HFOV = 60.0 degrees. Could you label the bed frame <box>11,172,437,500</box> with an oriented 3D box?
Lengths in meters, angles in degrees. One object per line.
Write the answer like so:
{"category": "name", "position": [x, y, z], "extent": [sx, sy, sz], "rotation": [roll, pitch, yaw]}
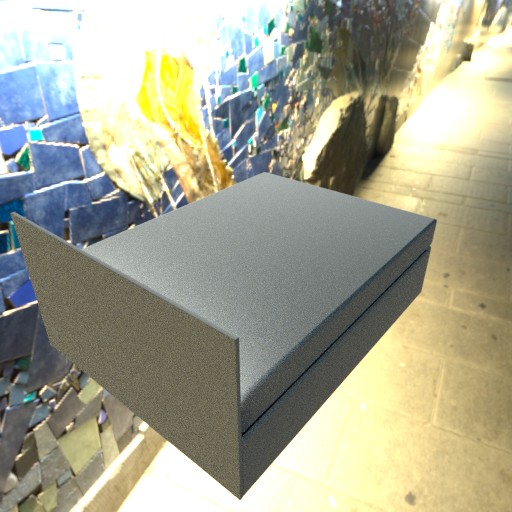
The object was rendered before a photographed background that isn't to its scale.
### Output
{"category": "bed frame", "position": [0.000, 0.000, 2.516], "extent": [1.400, 0.800, 1.900], "rotation": [22, 37, 33]}
